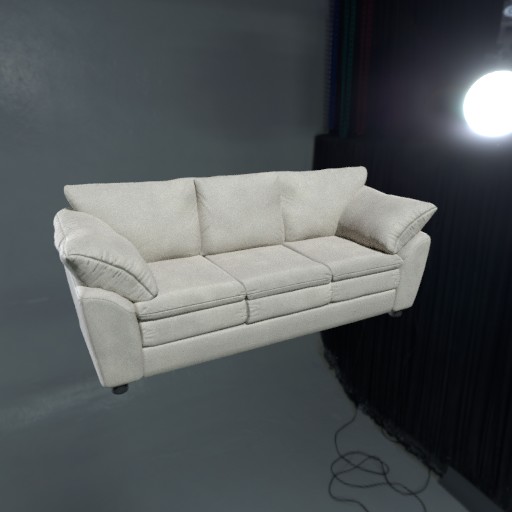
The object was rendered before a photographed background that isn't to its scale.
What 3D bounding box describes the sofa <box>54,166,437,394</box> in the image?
[{"bbox_3d":[0.000,0.000,2.849,2.334,0.996,0.878,-9,19,-27],"label":"sofa"}]
